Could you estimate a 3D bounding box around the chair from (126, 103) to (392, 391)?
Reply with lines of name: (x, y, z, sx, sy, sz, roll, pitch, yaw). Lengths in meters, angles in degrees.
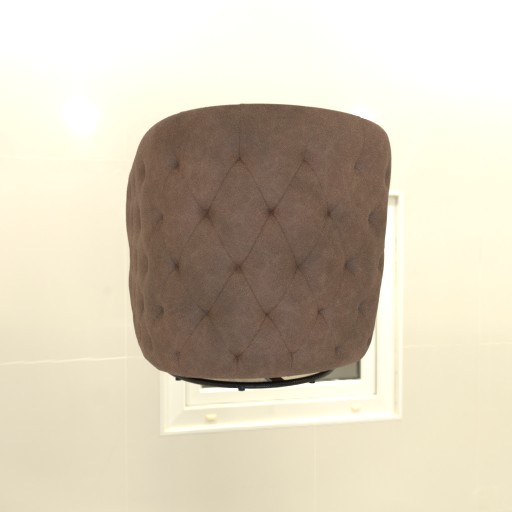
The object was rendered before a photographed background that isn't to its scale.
chair: (0.000, 0.000, 1.549, 0.850, 0.790, 0.870, 0, 1, -18)
